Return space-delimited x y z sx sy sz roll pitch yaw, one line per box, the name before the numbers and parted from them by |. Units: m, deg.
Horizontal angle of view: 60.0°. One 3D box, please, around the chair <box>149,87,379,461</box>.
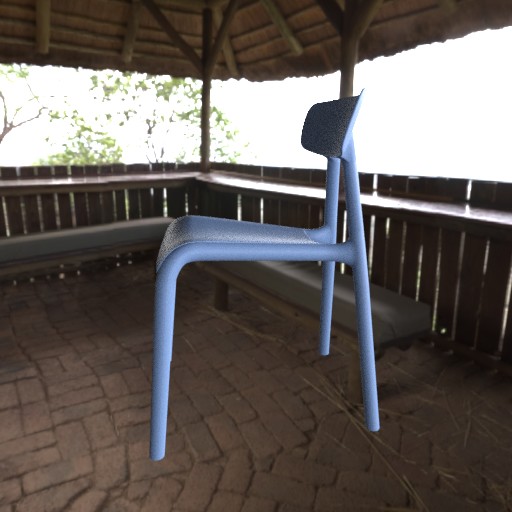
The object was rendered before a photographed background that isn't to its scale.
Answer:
chair | 0.000 0.000 0.839 0.401 0.580 0.356 -2 14 -8
